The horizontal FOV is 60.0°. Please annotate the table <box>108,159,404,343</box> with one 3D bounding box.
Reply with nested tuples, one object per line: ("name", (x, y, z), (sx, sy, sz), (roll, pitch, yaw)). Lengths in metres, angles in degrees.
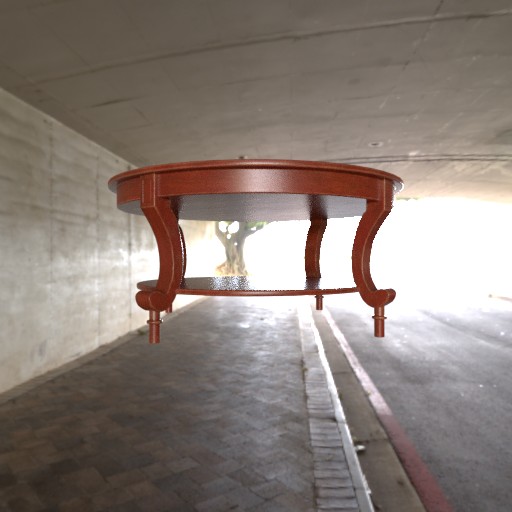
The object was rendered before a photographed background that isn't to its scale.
("table", (0.000, 0.000, 1.618), (1.029, 0.486, 1.029), (0, 0, 0))
